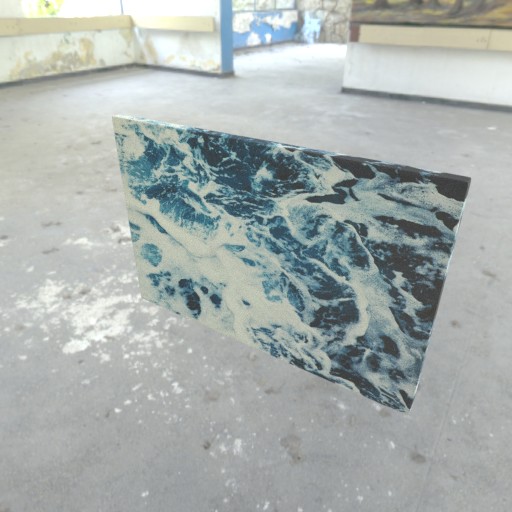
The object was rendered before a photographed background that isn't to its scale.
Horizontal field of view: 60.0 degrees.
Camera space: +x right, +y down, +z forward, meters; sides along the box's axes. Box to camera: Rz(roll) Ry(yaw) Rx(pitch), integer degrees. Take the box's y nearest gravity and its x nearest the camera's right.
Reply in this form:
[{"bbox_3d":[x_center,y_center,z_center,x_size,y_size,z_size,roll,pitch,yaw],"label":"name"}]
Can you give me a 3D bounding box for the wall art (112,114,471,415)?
[{"bbox_3d":[0.000,0.000,1.936,1.524,1.017,0.055,18,35,28],"label":"wall art"}]
